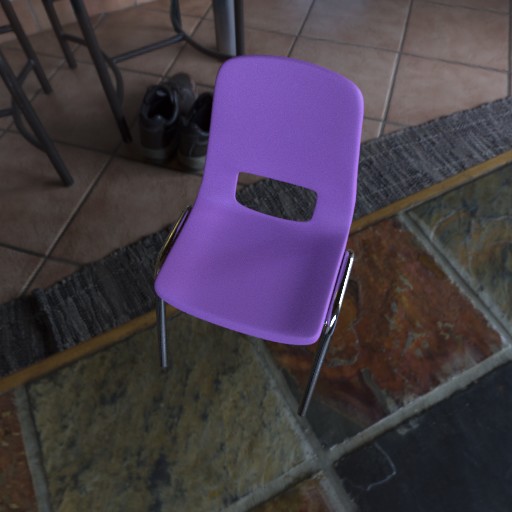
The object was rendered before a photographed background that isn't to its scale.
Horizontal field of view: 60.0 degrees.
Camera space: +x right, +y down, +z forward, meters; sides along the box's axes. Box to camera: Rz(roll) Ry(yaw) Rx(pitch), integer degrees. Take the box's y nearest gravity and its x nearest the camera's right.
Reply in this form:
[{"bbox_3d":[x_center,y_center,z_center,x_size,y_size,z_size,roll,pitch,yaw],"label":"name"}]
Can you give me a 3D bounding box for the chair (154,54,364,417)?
[{"bbox_3d":[0.000,0.000,0.690,0.291,0.493,0.301,16,59,10],"label":"chair"}]
